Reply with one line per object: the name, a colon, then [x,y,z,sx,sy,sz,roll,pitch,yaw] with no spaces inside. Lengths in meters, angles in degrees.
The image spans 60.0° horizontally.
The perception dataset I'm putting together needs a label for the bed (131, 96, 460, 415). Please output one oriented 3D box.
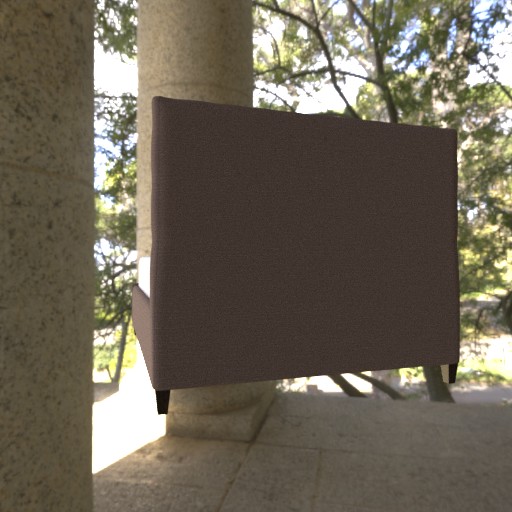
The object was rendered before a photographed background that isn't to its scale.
bed: [0.000,0.000,3.260,1.696,1.426,2.233,0,0,-18]
